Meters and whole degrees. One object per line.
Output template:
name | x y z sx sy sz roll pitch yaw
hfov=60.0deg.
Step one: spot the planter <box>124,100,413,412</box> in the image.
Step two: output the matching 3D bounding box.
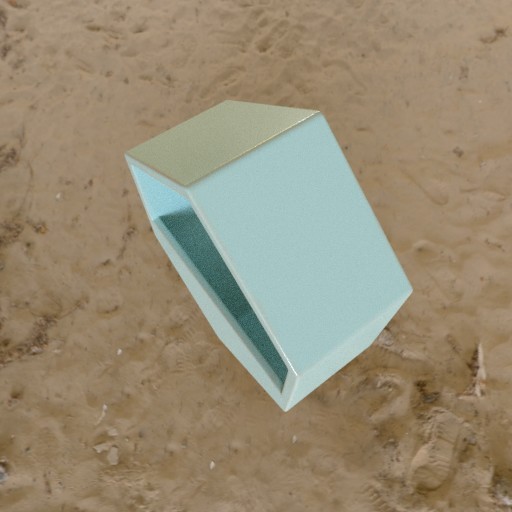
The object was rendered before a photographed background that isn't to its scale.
planter | 0.000 0.000 0.291 0.078 0.207 0.169 -33 67 -16
